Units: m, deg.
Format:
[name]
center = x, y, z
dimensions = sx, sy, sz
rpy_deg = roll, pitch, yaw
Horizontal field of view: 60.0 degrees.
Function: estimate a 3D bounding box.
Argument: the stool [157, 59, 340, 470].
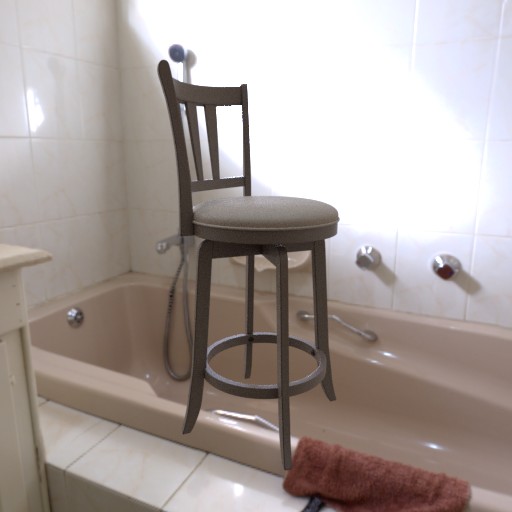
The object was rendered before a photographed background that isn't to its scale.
[stool]
center = 0.000, 0.000, 1.296
dimensions = 0.475, 1.023, 0.436
rpy_deg = 7, 15, 27
